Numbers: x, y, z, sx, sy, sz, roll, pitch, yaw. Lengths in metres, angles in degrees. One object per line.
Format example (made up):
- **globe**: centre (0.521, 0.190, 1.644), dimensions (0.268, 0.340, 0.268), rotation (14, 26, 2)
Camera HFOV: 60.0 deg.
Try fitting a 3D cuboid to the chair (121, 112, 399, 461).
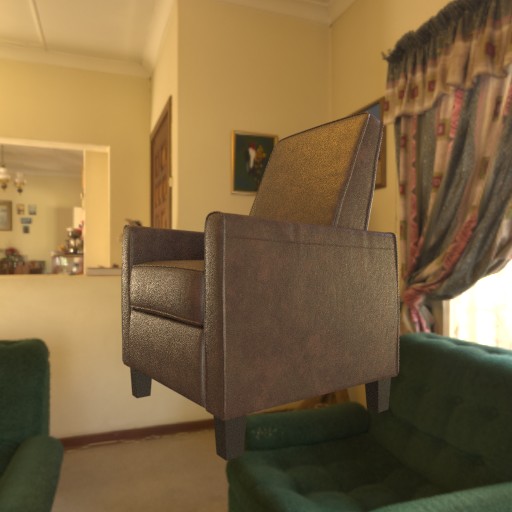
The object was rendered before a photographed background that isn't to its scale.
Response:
- **chair**: centre (0.000, 0.000, 1.545), dimensions (0.746, 1.013, 0.705), rotation (0, 0, -36)
